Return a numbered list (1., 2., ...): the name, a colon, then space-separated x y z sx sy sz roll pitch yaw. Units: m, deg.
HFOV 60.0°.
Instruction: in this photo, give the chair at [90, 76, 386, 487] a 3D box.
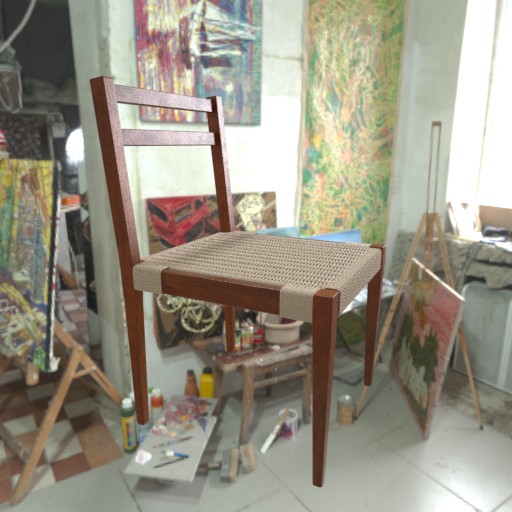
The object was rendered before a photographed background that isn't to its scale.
1. chair: 0.000 0.000 1.158 0.569 0.851 0.495 7 16 26
